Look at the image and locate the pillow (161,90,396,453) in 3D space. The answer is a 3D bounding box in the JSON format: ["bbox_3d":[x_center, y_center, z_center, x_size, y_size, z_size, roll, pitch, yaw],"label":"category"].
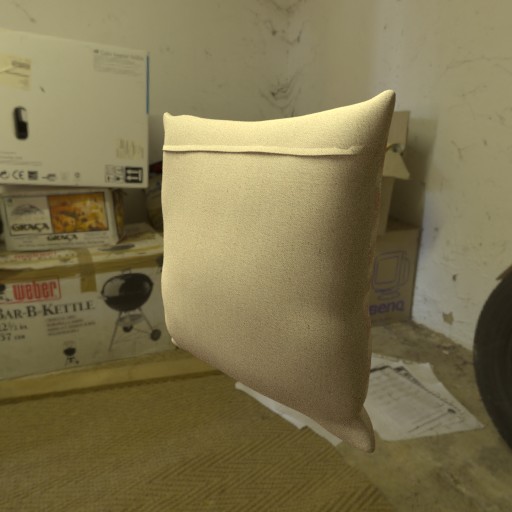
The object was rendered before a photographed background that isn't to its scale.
[{"bbox_3d":[0.000,0.000,0.665,0.440,0.441,0.182,14,20,43],"label":"pillow"}]
